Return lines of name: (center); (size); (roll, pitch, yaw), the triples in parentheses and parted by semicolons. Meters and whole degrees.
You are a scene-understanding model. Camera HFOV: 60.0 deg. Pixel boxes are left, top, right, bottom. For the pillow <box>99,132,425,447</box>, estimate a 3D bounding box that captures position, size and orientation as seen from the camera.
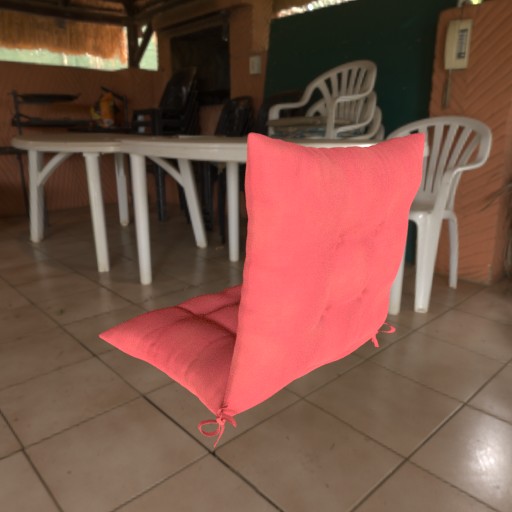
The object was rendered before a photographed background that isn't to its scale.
pillow: (0.000, 0.000, 0.989); (0.541, 0.536, 0.585); (-15, 22, -42)
